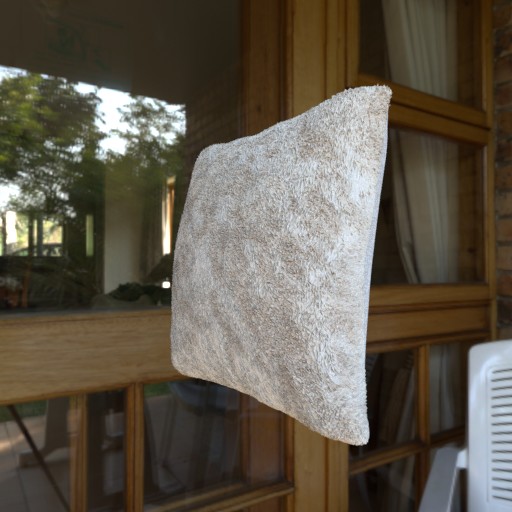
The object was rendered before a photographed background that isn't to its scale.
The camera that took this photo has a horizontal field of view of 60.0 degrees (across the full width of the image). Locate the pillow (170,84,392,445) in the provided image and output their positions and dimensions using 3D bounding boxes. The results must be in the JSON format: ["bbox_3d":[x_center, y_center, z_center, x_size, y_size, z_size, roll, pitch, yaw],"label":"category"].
[{"bbox_3d":[0.000,0.000,0.808,0.218,0.515,0.529,1,-1,-37],"label":"pillow"}]
